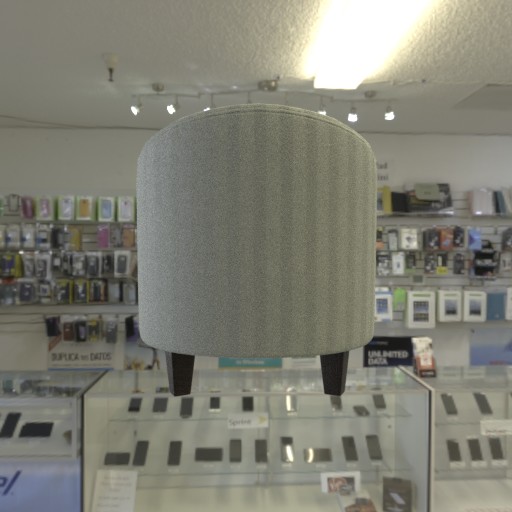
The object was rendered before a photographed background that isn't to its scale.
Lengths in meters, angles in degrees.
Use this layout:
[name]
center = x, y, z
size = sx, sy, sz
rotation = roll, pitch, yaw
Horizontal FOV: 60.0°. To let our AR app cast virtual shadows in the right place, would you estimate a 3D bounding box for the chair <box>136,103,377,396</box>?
[chair]
center = 0.000, 0.000, 1.710
size = 0.756, 0.757, 1.288
rotation = 0, 1, 0
